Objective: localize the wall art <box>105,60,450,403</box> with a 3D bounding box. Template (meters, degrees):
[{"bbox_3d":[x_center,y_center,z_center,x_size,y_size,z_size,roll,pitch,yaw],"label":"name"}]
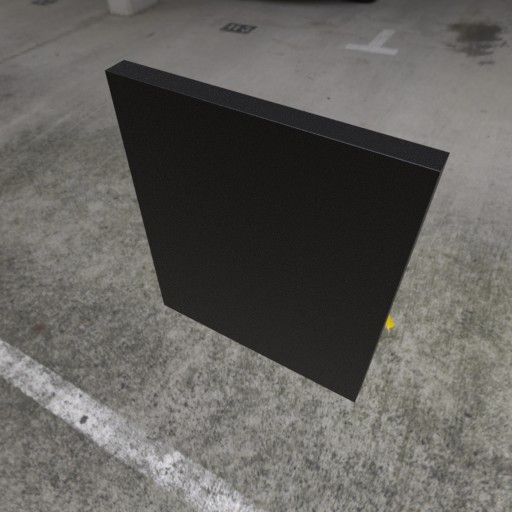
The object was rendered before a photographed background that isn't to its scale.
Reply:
[{"bbox_3d":[0.000,0.000,0.523,0.325,0.380,0.028,23,51,20],"label":"wall art"}]
